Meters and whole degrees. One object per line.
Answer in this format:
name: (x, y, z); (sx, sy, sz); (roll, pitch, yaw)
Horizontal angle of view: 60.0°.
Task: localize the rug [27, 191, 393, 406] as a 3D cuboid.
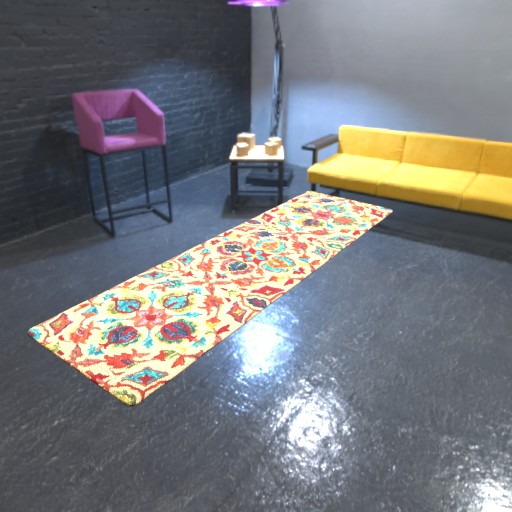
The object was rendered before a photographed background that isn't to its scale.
rug: (0.000, 0.000, 2.460); (0.693, 0.016, 2.273); (19, 33, 33)
